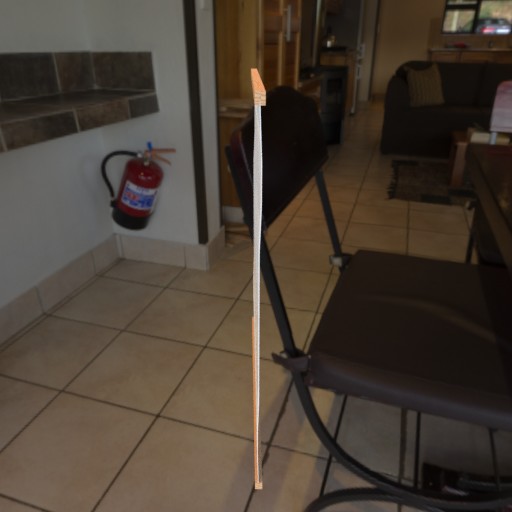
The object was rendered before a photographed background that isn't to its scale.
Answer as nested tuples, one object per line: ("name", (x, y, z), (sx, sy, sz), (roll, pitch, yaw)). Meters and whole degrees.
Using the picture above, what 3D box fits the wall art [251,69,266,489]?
("wall art", (0.000, 0.000, 0.674), (0.010, 0.507, 0.404), (0, 25, -1))
